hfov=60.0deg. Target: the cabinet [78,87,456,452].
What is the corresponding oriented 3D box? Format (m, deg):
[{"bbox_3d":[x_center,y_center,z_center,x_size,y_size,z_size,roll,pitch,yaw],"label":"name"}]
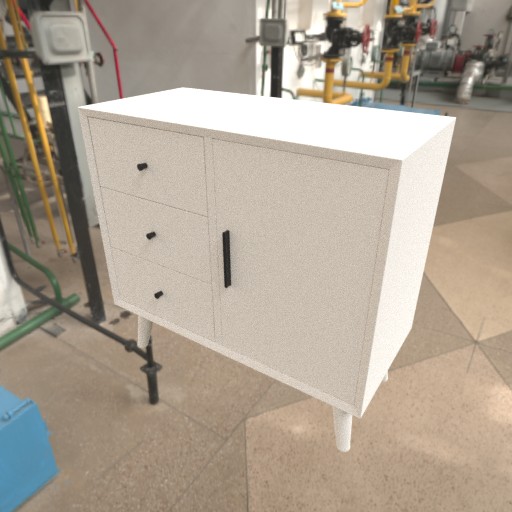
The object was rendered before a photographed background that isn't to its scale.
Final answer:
[{"bbox_3d":[0.000,0.000,1.212,0.800,0.761,0.398,18,33,29],"label":"cabinet"}]
